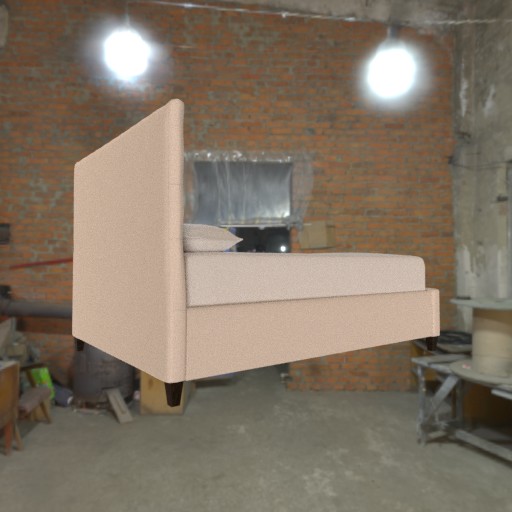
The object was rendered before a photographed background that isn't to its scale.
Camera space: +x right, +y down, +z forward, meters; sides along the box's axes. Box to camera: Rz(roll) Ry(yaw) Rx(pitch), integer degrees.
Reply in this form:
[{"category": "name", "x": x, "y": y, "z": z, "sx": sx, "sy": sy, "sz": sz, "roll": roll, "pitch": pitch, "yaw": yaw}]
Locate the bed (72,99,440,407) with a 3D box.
[{"category": "bed", "x": 0.000, "y": 0.000, "z": 3.349, "sx": 2.233, "sy": 1.426, "sz": 1.696, "roll": 1, "pitch": -1, "yaw": -37}]
